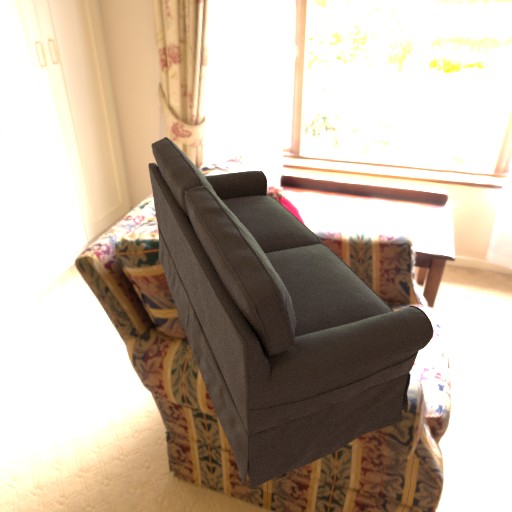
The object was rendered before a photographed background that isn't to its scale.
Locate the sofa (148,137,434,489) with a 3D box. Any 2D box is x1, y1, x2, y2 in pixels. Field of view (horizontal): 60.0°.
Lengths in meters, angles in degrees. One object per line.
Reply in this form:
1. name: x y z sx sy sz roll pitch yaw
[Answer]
1. sofa: 0.000 0.000 2.819 0.983 1.094 2.256 -11 32 -18
